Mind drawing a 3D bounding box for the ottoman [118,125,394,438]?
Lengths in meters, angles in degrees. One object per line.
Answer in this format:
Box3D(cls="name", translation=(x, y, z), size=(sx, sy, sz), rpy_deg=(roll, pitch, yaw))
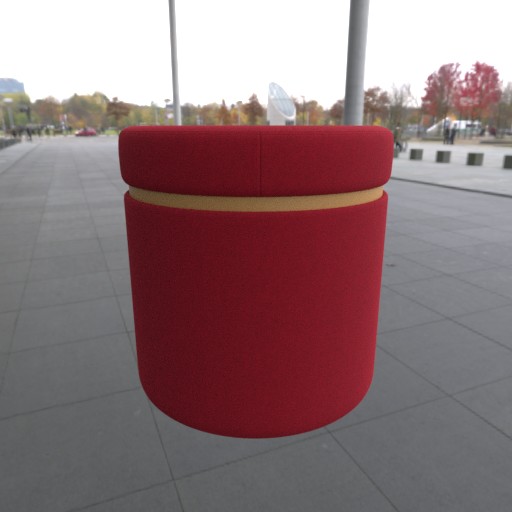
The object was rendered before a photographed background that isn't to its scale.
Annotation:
Box3D(cls="ottoman", translation=(0.000, 0.000, 0.719), size=(0.400, 0.406, 0.400), rpy_deg=(0, 16, 0))
